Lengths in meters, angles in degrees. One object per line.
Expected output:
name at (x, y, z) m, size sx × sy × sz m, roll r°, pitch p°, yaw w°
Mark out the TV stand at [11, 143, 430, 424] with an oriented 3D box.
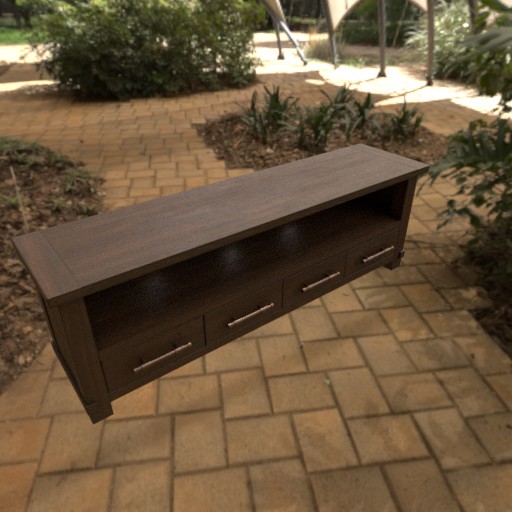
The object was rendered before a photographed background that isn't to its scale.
TV stand at (0.000, 0.000, 2.074) m, size 1.866 × 0.615 × 0.471 m, roll -22°, pitch 37°, yaw -31°
